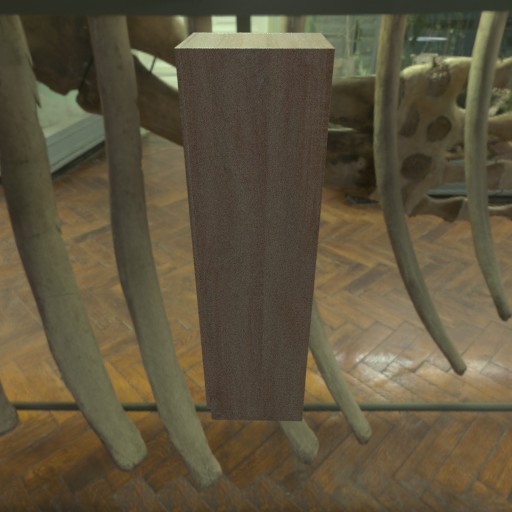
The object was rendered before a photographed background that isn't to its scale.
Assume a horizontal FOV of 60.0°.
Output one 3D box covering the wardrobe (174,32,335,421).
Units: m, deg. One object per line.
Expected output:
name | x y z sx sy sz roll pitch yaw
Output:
wardrobe | 0.000 0.000 2.397 0.588 2.117 0.496 1 33 1
